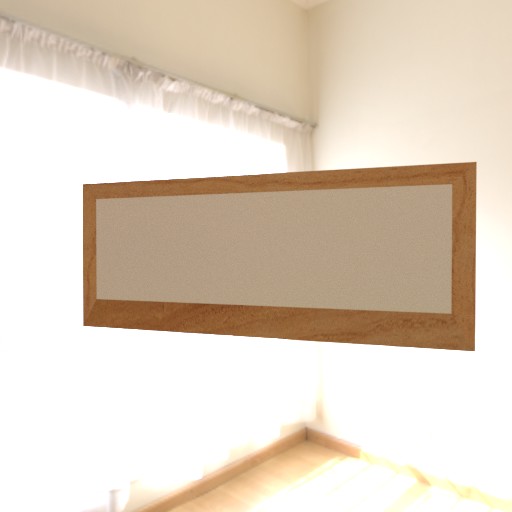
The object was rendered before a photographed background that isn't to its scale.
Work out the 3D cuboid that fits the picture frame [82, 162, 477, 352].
[{"bbox_3d":[0.000,0.000,0.656,0.582,0.234,0.045,0,1,18],"label":"picture frame"}]
